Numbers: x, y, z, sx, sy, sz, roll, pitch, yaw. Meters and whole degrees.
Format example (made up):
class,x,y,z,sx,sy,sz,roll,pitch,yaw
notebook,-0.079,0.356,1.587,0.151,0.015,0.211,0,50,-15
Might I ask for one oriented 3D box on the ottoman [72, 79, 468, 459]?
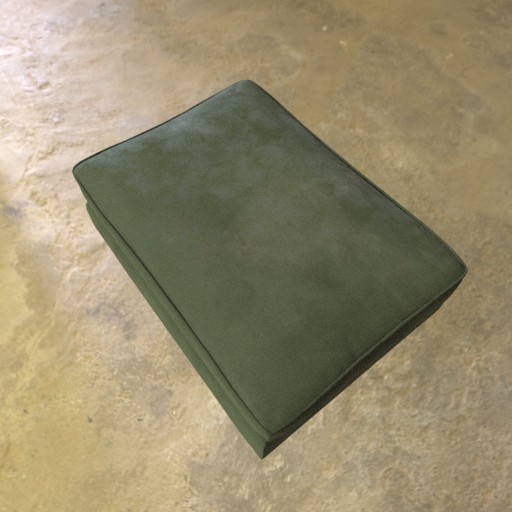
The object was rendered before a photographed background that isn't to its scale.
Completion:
class,x,y,z,sx,sy,sz,roll,pitch,yaw
ottoman,0.000,0.000,1.257,0.632,0.495,0.864,-34,65,-18
